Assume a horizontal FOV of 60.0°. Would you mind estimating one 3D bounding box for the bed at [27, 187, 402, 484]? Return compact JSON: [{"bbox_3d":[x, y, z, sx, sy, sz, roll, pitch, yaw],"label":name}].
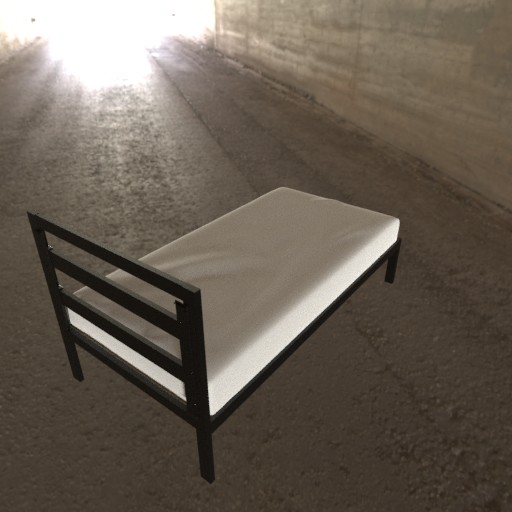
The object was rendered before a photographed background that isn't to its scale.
[{"bbox_3d":[0.000,0.000,2.513,0.991,0.967,1.930,21,36,32],"label":"bed"}]
